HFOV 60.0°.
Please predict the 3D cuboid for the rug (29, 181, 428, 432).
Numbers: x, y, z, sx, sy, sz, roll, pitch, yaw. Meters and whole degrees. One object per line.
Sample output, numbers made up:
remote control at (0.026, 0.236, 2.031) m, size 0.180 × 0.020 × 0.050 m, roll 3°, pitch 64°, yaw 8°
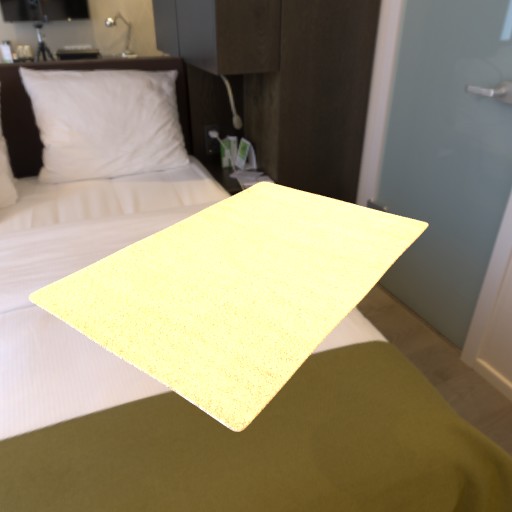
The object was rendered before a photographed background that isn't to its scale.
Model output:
rug at (0.000, 0.000, 3.408) m, size 1.798 × 0.025 × 2.698 m, roll 20°, pitch 35°, yaw 31°
